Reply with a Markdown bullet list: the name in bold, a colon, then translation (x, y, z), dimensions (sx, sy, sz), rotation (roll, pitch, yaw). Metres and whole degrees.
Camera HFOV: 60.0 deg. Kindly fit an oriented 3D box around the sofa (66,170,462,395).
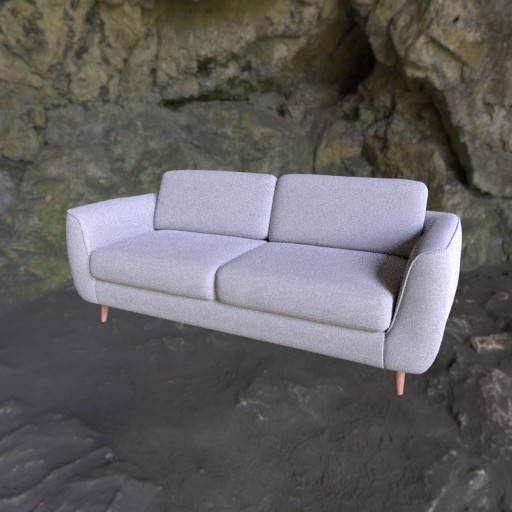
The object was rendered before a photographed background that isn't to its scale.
- **sofa**: translation (0.000, 0.000, 2.407), dimensions (2.000, 0.850, 0.920), rotation (7, 17, 26)
